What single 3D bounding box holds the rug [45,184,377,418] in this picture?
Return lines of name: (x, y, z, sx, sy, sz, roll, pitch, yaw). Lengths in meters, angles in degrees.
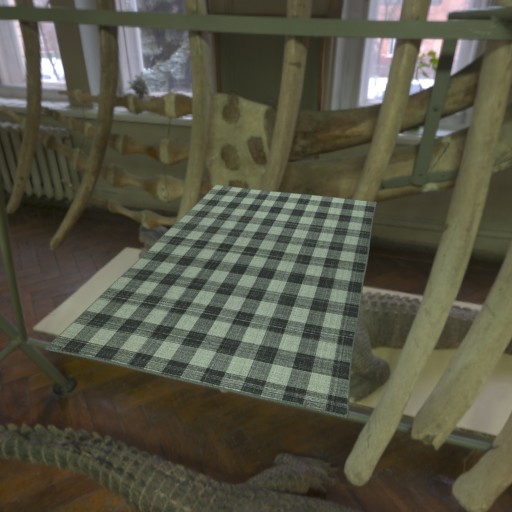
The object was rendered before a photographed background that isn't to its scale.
rug: (0.000, 0.000, 3.128, 1.554, 0.011, 2.476, 8, 31, 14)
